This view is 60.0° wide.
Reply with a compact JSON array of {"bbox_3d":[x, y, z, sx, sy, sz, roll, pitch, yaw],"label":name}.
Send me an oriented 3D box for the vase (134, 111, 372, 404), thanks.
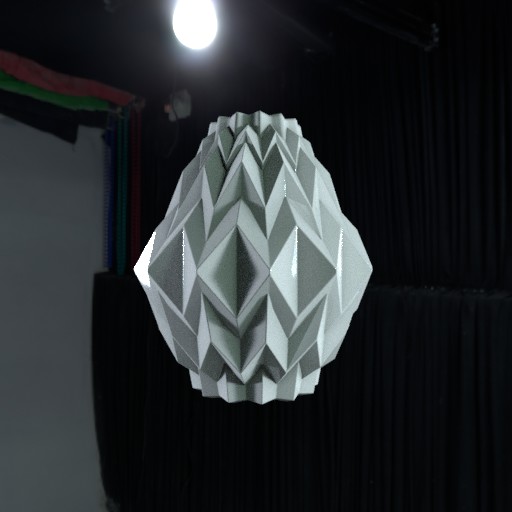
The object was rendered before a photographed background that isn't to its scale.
[{"bbox_3d":[0.000,0.000,0.314,0.164,0.185,0.164,0,-1,0],"label":"vase"}]
